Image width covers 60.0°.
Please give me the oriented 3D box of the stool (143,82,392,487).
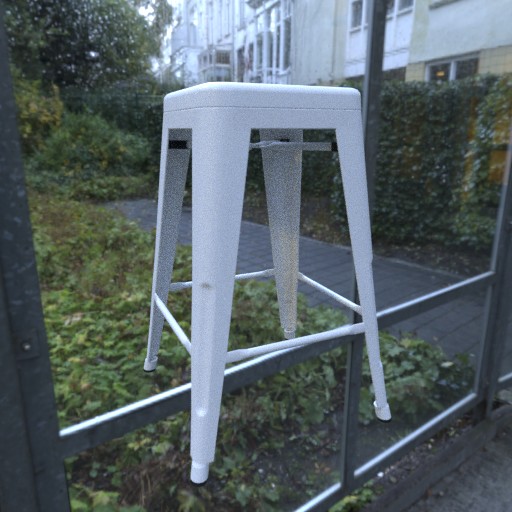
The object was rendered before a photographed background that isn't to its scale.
[{"bbox_3d":[0.000,0.000,0.873,0.406,0.610,0.406,-7,18,-24],"label":"stool"}]
